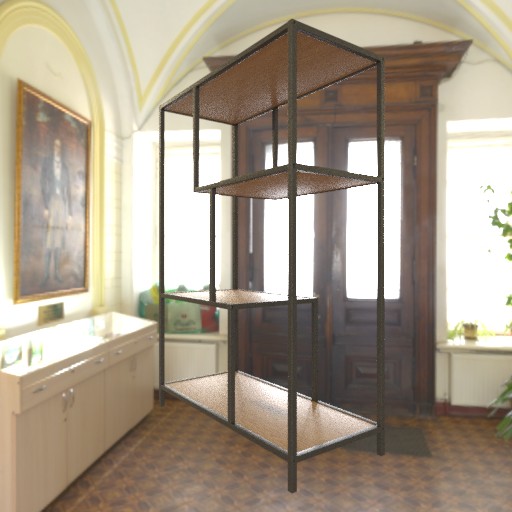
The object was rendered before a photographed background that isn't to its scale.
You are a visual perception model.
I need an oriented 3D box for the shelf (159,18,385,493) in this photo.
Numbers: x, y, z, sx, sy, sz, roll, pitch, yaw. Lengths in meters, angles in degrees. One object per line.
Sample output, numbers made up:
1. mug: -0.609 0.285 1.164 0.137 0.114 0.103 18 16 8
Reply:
1. shelf: 0.000 0.000 1.475 0.350 1.138 0.770 0 0 -36
